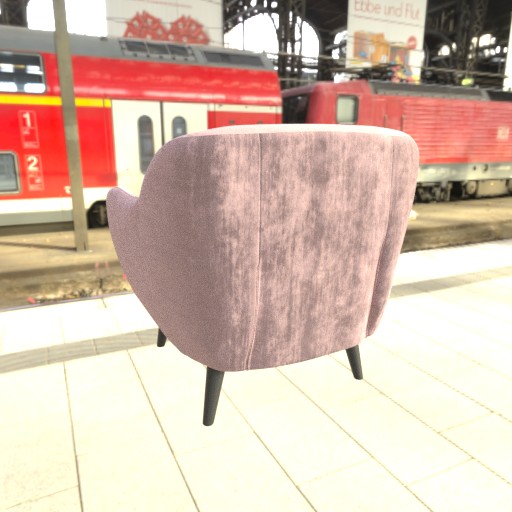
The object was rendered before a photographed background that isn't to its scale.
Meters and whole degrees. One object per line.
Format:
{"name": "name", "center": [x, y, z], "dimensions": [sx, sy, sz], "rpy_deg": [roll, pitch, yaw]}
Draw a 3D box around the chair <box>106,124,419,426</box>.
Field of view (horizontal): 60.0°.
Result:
{"name": "chair", "center": [0.000, 0.000, 1.485], "dimensions": [0.840, 0.820, 0.820], "rpy_deg": [-7, 16, -27]}
